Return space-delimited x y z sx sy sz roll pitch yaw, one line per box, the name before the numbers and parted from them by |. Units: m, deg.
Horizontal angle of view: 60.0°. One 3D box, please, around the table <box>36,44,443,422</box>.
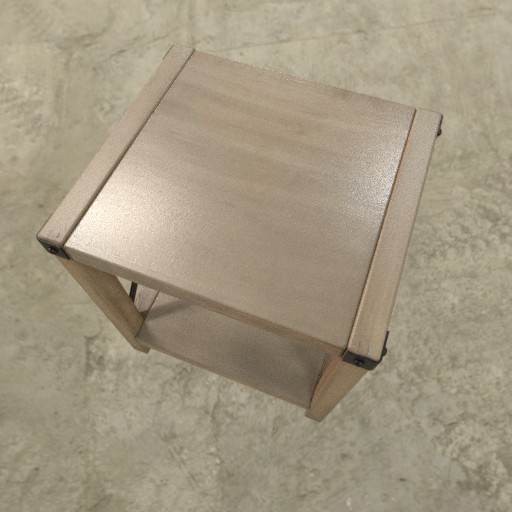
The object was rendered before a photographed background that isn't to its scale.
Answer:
table | 0.000 0.000 0.923 0.510 0.561 0.459 19 64 10
